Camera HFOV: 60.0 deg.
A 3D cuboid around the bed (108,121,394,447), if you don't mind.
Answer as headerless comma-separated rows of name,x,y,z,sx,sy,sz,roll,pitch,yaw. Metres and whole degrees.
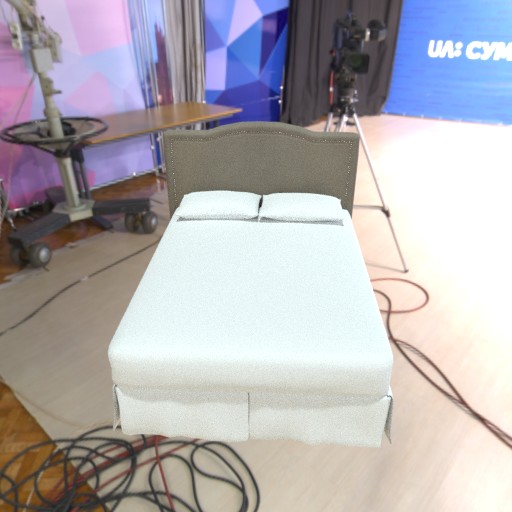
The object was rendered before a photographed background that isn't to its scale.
bed,0.000,0.000,3.239,1.744,1.441,2.128,1,31,2
